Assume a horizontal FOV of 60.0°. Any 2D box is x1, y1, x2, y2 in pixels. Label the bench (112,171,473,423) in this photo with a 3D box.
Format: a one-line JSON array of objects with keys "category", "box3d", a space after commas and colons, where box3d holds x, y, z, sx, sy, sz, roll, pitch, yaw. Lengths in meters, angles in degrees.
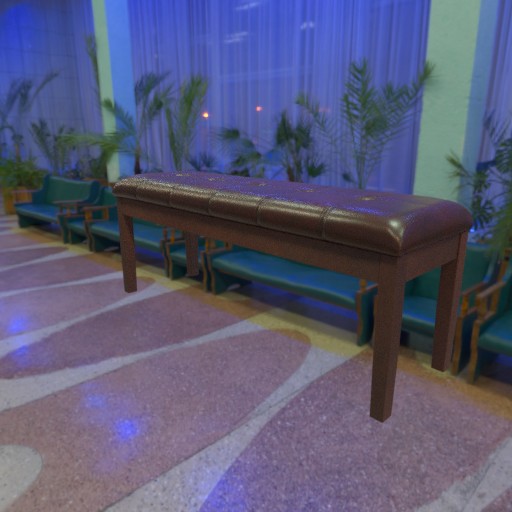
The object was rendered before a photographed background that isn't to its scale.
[{"category": "bench", "box3d": [0.000, 0.000, 1.514, 0.401, 0.491, 1.259, -15, 22, -42]}]
